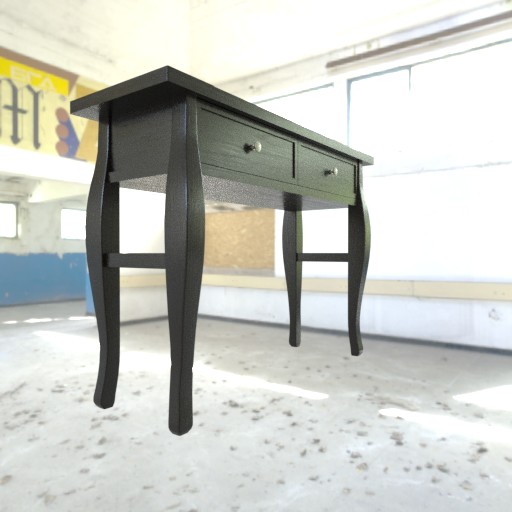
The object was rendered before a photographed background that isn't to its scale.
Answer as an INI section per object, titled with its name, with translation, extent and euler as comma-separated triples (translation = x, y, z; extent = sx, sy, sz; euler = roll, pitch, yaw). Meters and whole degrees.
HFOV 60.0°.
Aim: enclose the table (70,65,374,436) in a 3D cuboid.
[table]
translation = 0.000, 0.000, 1.417
extent = 0.373, 0.768, 1.062
euler = 0, 1, 37
